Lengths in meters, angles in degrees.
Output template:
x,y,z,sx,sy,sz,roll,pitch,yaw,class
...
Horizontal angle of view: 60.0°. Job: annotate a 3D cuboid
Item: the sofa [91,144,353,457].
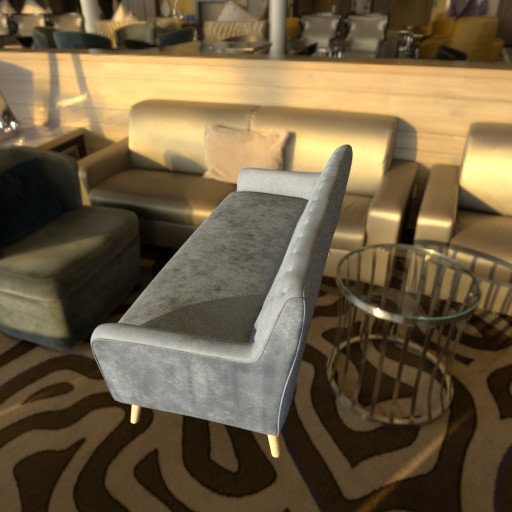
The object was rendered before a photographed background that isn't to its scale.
x,y,z,sx,sy,sz,roll,pitch,yaw,class
0.000,0.000,2.431,0.841,0.832,1.975,8,31,13,sofa
